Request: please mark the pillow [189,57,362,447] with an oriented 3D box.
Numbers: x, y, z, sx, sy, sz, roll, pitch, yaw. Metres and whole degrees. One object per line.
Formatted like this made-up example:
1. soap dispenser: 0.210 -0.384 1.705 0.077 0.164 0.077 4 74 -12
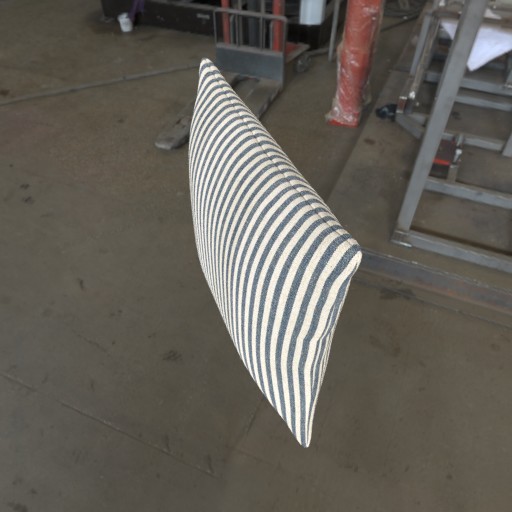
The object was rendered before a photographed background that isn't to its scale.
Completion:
1. pillow: 0.000 0.000 0.791 0.166 0.510 0.523 -16 49 -15
